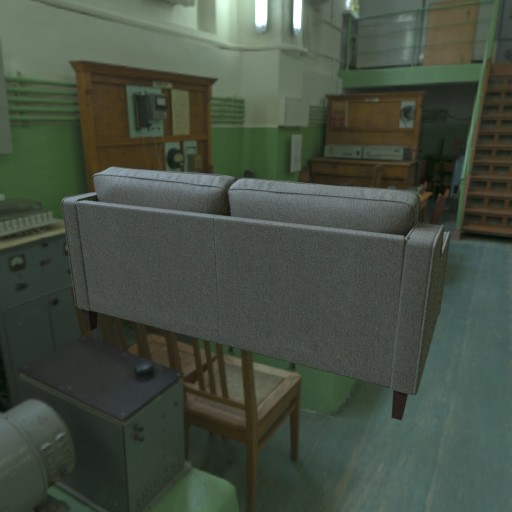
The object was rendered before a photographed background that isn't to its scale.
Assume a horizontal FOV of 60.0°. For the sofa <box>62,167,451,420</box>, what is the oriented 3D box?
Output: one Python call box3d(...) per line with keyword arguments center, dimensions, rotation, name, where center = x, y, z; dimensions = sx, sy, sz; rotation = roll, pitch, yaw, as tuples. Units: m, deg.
box3d(center=(0.000, 0.000, 2.813), dimensions=(2.181, 1.074, 1.073), rotation=(8, 19, 26), name="sofa")
